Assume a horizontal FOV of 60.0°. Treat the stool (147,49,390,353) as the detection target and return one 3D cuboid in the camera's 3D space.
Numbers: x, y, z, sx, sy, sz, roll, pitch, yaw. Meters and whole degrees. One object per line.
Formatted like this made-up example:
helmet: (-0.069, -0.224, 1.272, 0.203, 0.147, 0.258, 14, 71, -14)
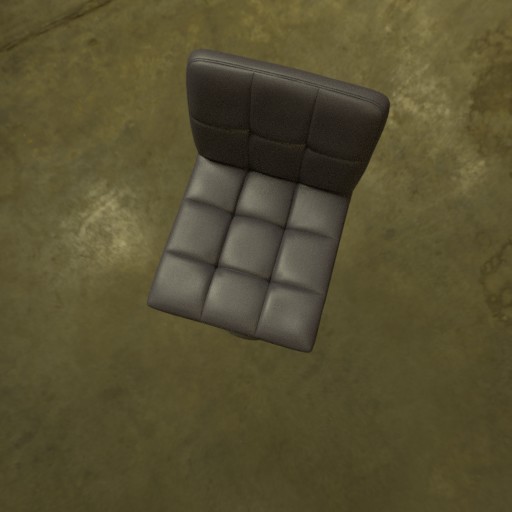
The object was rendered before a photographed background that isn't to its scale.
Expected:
stool: (0.000, 0.000, 1.337, 0.430, 1.115, 0.505, 16, 76, 4)
